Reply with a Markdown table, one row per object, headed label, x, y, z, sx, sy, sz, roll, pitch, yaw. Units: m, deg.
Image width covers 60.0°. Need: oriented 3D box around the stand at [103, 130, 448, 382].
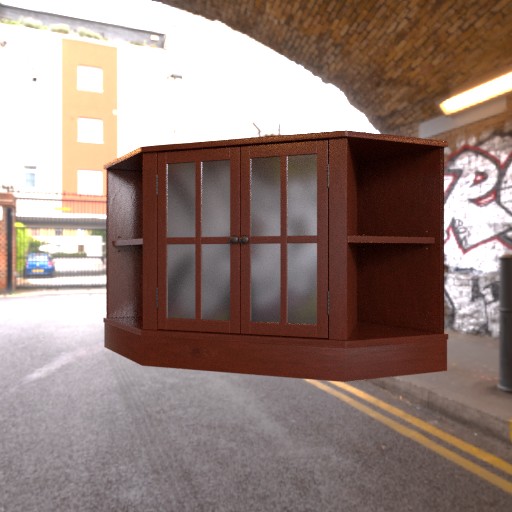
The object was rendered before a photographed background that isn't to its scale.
| label | x | y | z | sx | sy | sz | roll | pitch | yaw |
| --- | --- | --- | --- | --- | --- | --- | --- | --- | --- |
| stand | 0.000 | 0.000 | 1.338 | 1.072 | 0.614 | 0.381 | 0 | 0 | 17 |
